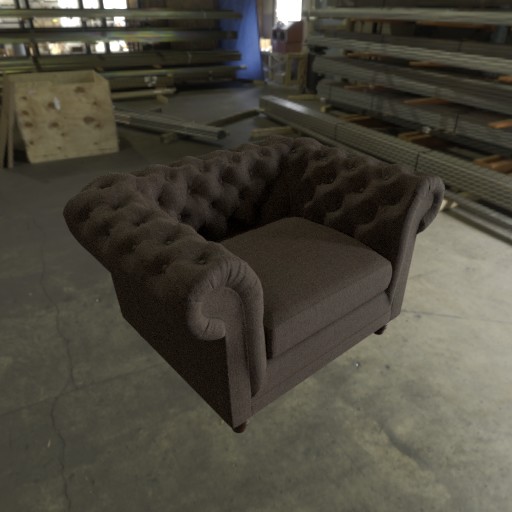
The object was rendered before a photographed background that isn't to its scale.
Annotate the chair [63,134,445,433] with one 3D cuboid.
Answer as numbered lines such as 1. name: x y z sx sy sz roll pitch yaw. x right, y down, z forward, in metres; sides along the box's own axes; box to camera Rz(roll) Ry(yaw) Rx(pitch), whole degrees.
1. chair: 0.000 0.000 1.915 1.298 0.780 0.945 -23 37 -35
